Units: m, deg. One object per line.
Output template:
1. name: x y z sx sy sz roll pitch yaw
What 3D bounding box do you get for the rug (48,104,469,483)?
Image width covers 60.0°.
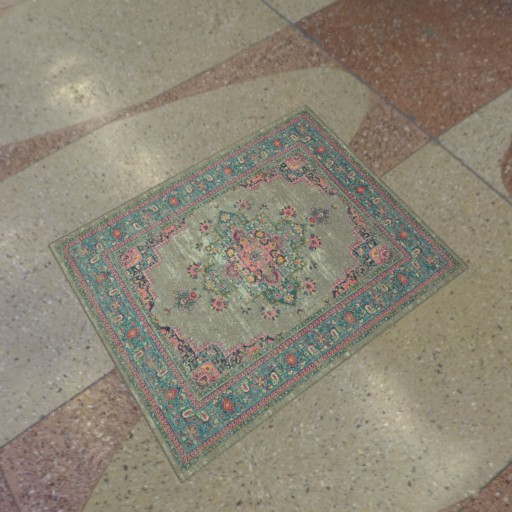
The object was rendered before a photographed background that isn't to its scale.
1. rug: 0.000 0.000 4.088 3.057 0.013 2.434 -32 68 -15
